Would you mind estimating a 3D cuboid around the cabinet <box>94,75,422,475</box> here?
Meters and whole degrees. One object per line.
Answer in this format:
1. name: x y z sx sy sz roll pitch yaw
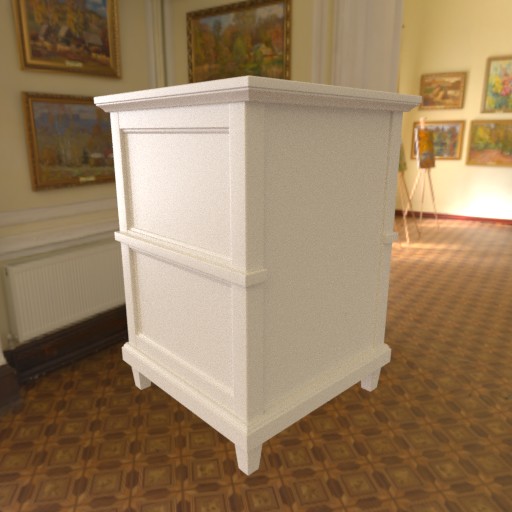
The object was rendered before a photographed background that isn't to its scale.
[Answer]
1. cabinet: 0.000 0.000 1.141 0.544 0.775 0.547 -14 21 -41
